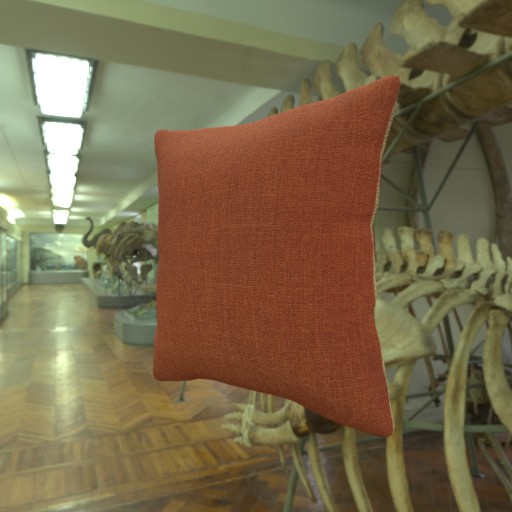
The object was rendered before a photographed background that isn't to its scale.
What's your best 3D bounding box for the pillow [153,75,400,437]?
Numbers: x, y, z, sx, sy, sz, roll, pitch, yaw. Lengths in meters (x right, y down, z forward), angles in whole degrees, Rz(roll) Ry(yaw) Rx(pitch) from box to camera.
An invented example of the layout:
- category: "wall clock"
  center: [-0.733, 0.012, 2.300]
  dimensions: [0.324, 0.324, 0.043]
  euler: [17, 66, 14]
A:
- category: "pillow"
  center: [0.000, 0.000, 0.653]
  dimensions: [0.429, 0.434, 0.159]
  euler: [0, 0, 36]
